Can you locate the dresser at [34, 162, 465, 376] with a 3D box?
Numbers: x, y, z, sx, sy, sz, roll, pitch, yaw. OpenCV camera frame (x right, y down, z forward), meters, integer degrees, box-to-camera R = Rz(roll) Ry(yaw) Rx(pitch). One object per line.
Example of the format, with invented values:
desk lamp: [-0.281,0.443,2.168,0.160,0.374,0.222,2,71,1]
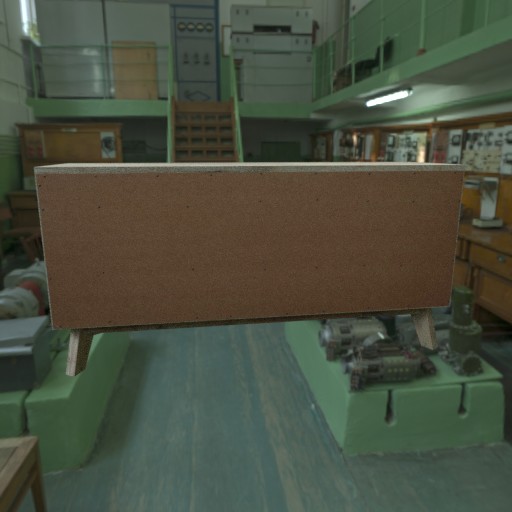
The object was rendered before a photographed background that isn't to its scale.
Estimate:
dresser: [0.000,0.000,1.939,1.602,0.788,0.455,-2,14,-9]
